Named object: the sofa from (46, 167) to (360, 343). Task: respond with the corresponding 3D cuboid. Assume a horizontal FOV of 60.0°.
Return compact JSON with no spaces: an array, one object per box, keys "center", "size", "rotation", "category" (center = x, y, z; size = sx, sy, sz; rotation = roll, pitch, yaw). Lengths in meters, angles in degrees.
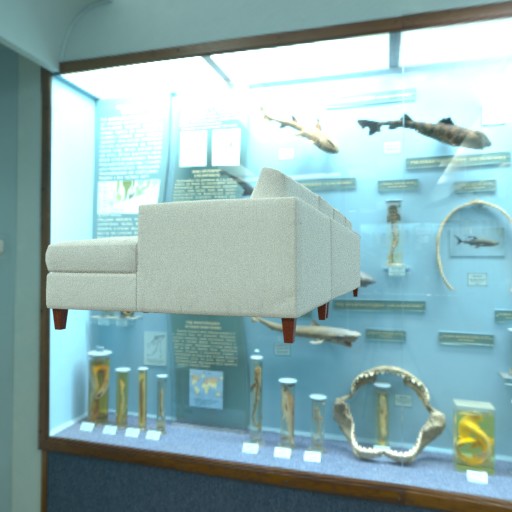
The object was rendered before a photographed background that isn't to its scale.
[{"center":[0.000,0.000,4.103],"size":[1.606,0.954,3.471],"rotation":[0,-1,18],"category":"sofa"}]
